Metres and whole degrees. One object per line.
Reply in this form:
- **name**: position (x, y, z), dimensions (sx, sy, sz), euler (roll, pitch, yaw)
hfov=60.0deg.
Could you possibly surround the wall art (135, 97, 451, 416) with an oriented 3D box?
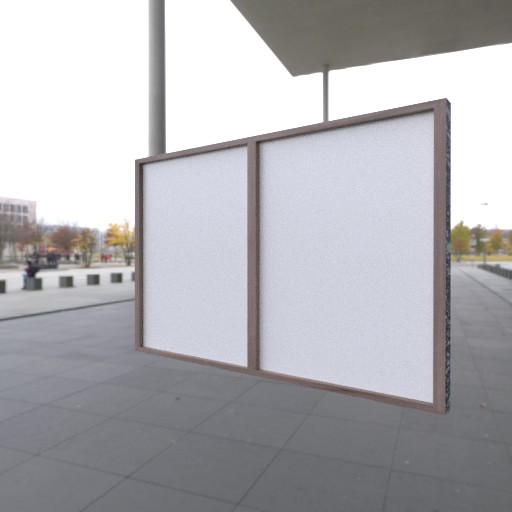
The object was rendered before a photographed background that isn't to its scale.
- **wall art**: position (0.000, 0.000, 1.123), dimensions (0.919, 0.598, 0.038), euler (0, 1, 37)
